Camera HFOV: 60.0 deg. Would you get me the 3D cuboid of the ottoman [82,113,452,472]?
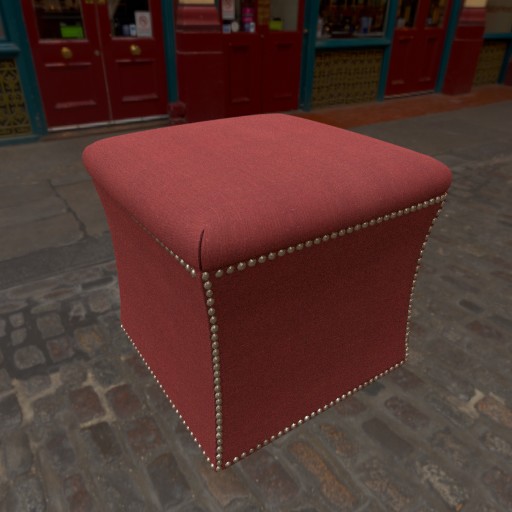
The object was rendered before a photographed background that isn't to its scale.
[{"bbox_3d":[0.000,0.000,0.893,0.507,0.475,0.497,-18,34,-29],"label":"ottoman"}]
